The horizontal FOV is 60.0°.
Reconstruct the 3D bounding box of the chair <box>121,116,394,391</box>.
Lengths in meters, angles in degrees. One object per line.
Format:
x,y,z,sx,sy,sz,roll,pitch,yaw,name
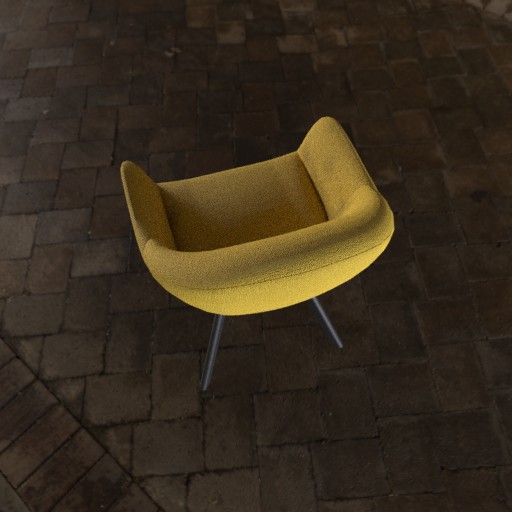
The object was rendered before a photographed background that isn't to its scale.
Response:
0.000,0.000,1.169,0.545,0.775,0.565,-15,60,-9,chair
